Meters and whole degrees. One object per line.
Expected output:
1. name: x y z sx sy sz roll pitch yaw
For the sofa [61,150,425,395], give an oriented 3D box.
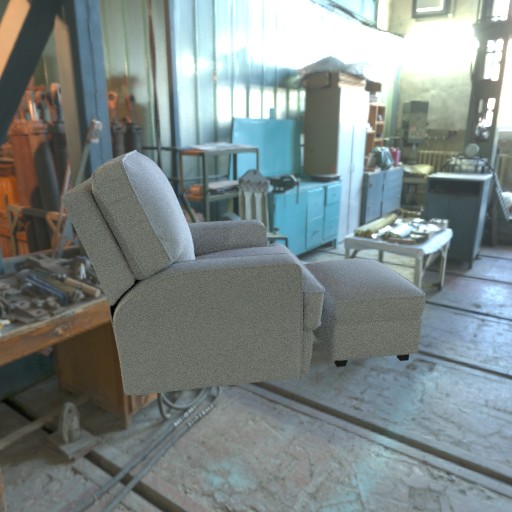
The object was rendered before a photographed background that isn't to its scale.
1. sofa: 0.000 0.000 2.069 1.472 0.959 0.861 -3 17 -10
